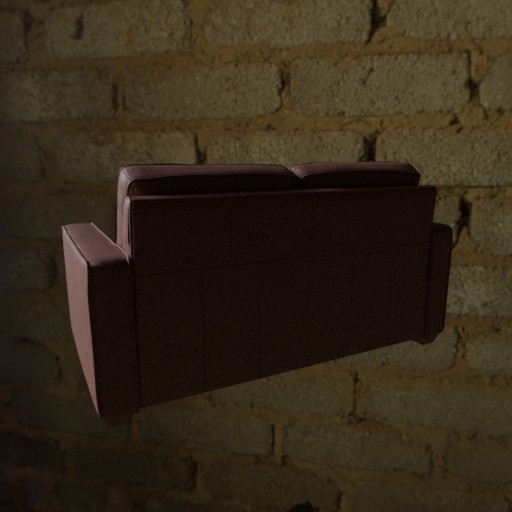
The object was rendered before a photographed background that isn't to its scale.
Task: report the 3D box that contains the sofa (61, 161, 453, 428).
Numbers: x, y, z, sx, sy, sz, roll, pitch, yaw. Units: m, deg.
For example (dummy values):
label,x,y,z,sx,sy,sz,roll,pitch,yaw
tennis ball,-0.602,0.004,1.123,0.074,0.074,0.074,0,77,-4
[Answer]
label,x,y,z,sx,sy,sz,roll,pitch,yaw
sofa,0.000,0.000,2.196,1.709,0.918,0.947,-6,14,-27
